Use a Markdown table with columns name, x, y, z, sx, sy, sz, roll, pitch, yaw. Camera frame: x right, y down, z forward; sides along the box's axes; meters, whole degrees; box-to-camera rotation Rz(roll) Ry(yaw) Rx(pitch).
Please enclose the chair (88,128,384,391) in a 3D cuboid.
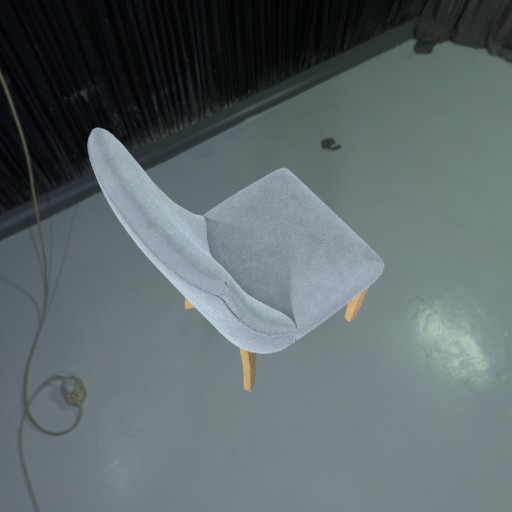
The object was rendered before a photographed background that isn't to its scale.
| name | x | y | z | sx | sy | sz | roll | pitch | yaw |
| --- | --- | --- | --- | --- | --- | --- | --- | --- | --- |
| chair | 0.000 | 0.000 | 1.270 | 0.610 | 0.902 | 0.495 | -33 | 64 | -18 |
